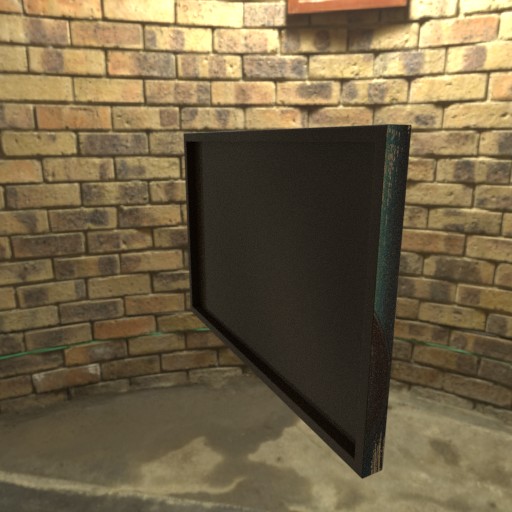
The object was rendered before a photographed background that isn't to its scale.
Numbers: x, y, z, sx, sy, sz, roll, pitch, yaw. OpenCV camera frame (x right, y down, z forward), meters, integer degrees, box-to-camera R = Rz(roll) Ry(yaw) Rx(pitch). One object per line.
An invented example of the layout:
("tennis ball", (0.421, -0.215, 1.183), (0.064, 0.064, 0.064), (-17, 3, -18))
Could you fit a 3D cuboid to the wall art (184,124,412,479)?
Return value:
("wall art", (0.000, 0.000, 0.746), (0.033, 0.406, 0.609), (-7, 16, -27))
